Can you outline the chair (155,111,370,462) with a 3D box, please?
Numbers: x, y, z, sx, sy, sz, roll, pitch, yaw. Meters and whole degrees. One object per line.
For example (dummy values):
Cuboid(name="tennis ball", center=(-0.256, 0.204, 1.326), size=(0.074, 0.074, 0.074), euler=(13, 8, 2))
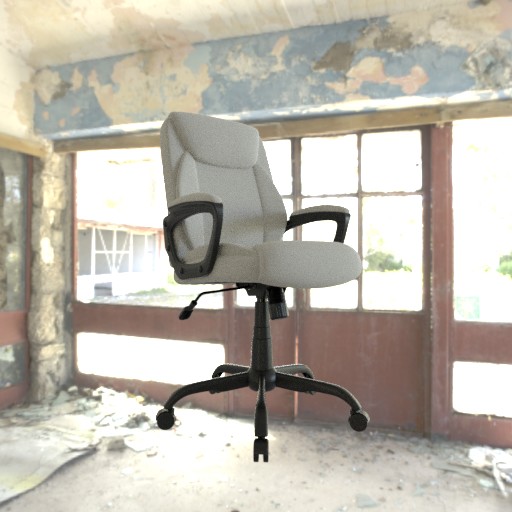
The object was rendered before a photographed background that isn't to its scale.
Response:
Cuboid(name="chair", center=(0.000, 0.000, 1.491), size=(0.663, 1.065, 0.669), euler=(0, 0, -35))
